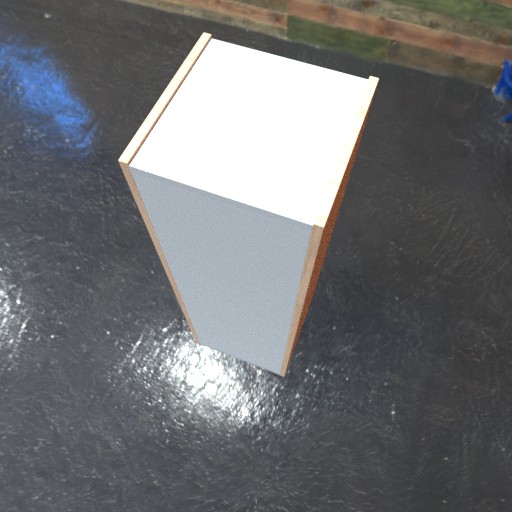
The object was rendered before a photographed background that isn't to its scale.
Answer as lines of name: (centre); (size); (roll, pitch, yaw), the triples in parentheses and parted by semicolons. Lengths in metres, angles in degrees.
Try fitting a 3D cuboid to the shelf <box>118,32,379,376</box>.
shelf: (0.000, 0.000, 1.054); (0.300, 0.900, 0.290); (19, 64, 9)
